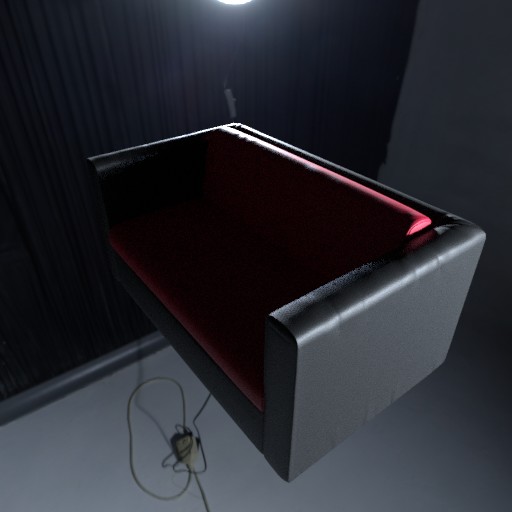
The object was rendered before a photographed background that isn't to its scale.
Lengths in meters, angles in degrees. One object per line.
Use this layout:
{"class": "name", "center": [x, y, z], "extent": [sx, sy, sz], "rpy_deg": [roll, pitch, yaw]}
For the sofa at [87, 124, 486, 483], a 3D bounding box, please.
{"class": "sofa", "center": [0.000, 0.000, 1.859], "extent": [0.845, 0.735, 1.410], "rpy_deg": [-23, 40, -30]}
